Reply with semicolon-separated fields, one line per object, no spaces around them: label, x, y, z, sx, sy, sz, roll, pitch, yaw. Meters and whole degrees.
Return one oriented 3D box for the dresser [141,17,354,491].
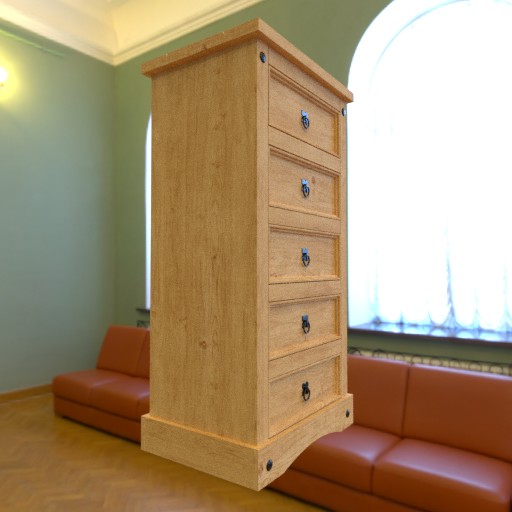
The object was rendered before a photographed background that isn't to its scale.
dresser;0.000;0.000;1.297;0.390;1.041;0.531;-1;-2;35
